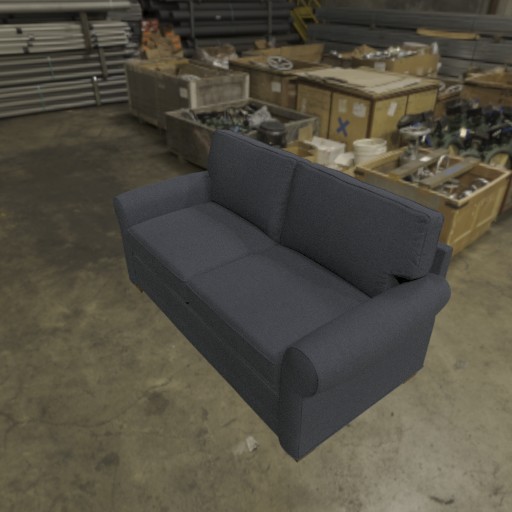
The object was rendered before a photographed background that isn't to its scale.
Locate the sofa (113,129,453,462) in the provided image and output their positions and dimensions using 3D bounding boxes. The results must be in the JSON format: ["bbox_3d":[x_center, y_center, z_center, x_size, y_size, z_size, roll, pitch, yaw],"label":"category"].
[{"bbox_3d":[0.000,0.000,2.564,0.951,1.031,2.009,-22,37,-31],"label":"sofa"}]
